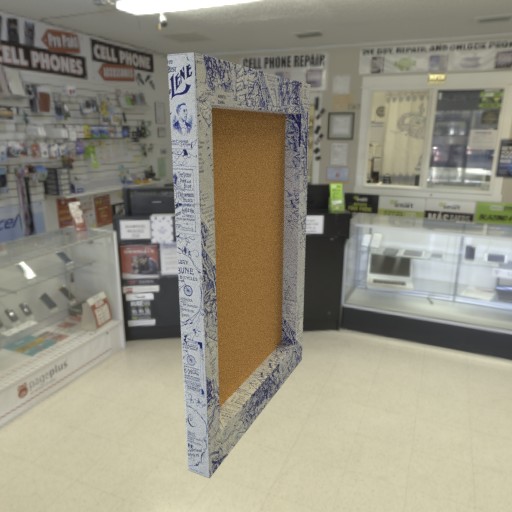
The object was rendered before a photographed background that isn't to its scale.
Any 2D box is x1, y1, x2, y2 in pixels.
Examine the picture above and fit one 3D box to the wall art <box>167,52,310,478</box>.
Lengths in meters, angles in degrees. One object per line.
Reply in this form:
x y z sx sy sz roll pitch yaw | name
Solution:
0.000 0.000 0.782 0.040 0.601 0.408 7 17 25 | wall art
